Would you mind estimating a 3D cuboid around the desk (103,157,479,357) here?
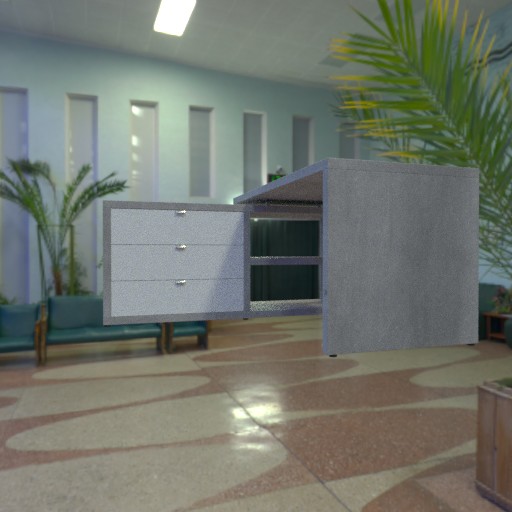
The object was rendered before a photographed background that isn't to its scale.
[{"bbox_3d":[0.000,0.000,2.283,1.500,0.740,1.400,0,1,-18],"label":"desk"}]
